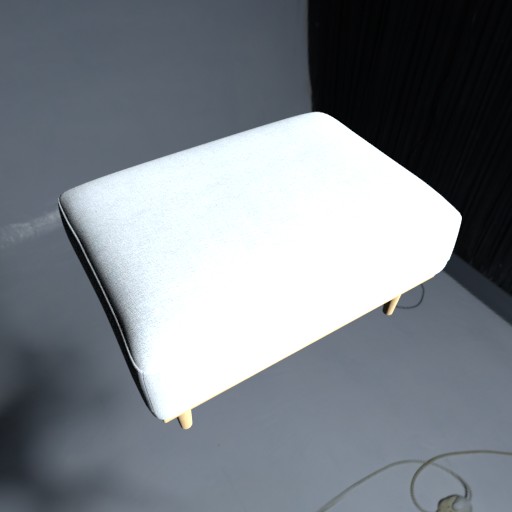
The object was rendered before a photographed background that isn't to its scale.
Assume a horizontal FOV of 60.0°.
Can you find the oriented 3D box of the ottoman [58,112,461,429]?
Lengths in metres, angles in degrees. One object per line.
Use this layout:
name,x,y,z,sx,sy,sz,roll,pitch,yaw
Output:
ottoman,0.000,0.000,1.074,0.749,0.428,0.549,-24,51,-21
